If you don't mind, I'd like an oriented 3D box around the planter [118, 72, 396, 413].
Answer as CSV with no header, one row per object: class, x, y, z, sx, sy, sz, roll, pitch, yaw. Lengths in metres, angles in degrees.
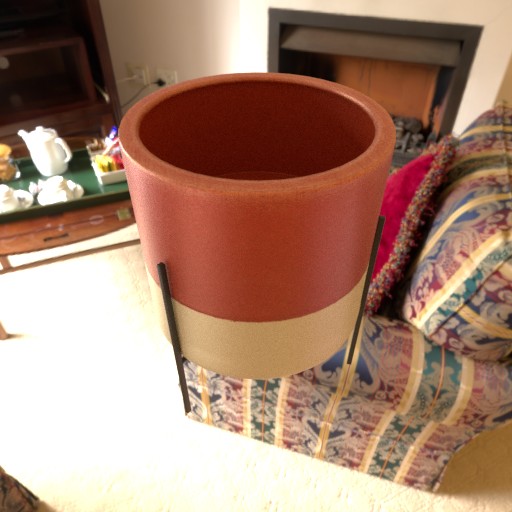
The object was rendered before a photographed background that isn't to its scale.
planter,0.000,0.000,0.711,0.345,0.465,0.354,-12,42,-14
